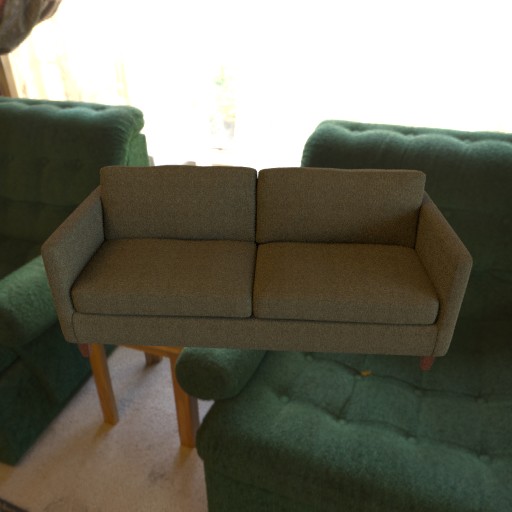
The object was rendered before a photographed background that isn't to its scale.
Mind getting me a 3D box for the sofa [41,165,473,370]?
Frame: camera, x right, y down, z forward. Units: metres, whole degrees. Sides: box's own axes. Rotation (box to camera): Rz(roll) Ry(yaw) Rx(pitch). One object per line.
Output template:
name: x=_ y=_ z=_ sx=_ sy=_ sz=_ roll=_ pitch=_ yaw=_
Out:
sofa: x=0.000 y=0.000 z=2.733 sx=2.208 sy=0.965 sz=0.948 roll=2 pitch=31 yaw=3
